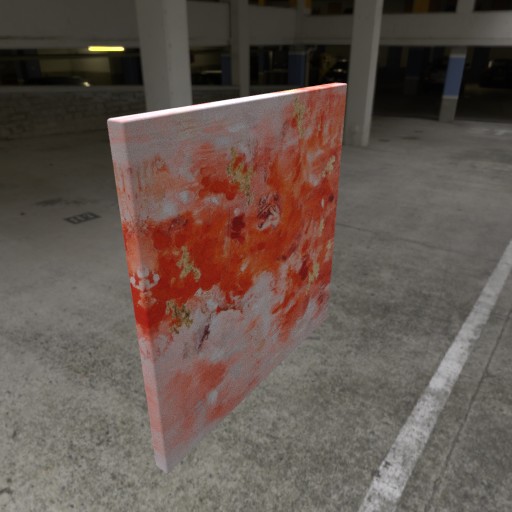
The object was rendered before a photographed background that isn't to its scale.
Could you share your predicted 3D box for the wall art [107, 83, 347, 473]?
[{"bbox_3d":[0.000,0.000,1.090,0.064,0.746,0.747,18,31,32],"label":"wall art"}]
